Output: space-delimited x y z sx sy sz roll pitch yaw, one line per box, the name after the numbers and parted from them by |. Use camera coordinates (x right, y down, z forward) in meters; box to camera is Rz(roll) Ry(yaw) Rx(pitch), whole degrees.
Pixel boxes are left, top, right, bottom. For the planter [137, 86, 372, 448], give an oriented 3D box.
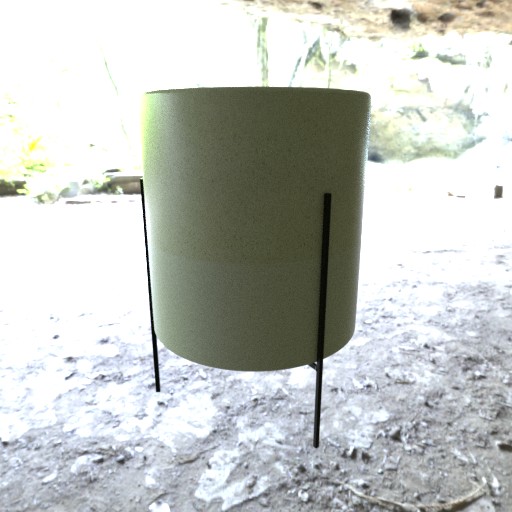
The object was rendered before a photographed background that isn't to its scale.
0.000 0.000 0.703 0.324 0.483 0.333 9 19 27 | planter
